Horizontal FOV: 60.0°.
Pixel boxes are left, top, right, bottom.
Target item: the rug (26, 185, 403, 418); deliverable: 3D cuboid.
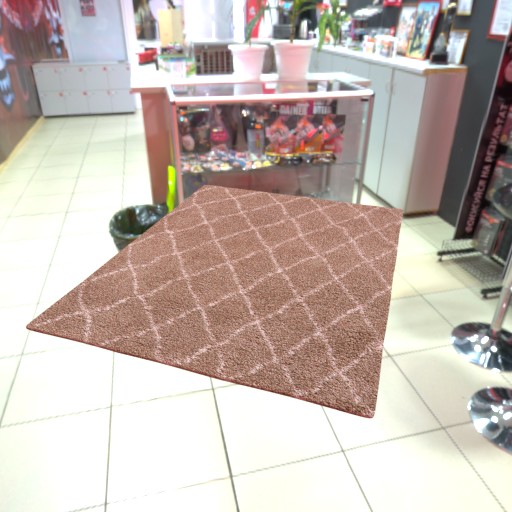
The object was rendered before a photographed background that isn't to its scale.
[{"bbox_3d":[0.000,0.000,4.054,2.438,0.029,3.047,10,31,17],"label":"rug"}]
